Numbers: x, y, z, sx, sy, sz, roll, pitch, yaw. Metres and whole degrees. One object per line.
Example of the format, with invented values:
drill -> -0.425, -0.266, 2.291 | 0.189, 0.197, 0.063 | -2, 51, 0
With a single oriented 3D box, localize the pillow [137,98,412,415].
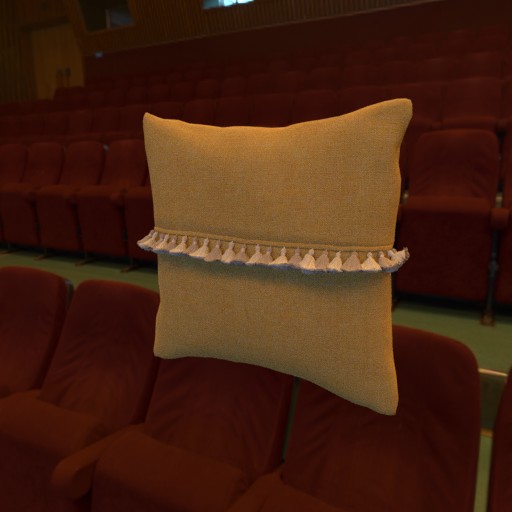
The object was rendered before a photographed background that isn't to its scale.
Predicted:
pillow -> 0.000, 0.000, 0.743 | 0.485, 0.481, 0.167 | 6, 14, 26
